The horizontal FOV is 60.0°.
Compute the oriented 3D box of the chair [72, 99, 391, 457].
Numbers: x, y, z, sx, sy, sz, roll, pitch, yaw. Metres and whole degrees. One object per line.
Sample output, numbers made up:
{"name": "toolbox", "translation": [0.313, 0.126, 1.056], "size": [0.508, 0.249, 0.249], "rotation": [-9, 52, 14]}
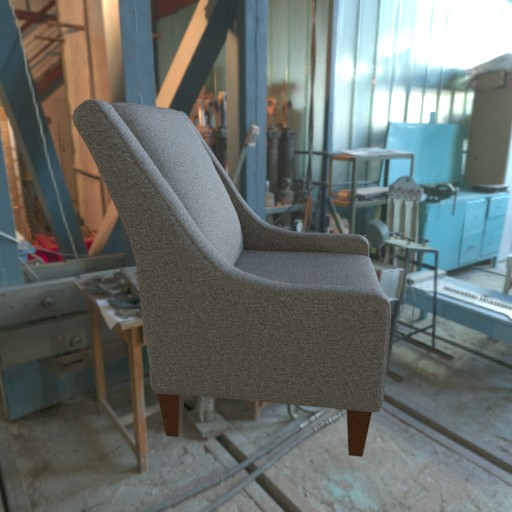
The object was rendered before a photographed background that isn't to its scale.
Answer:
{"name": "chair", "translation": [0.000, 0.000, 1.569], "size": [0.870, 1.016, 0.774], "rotation": [2, 16, 9]}
